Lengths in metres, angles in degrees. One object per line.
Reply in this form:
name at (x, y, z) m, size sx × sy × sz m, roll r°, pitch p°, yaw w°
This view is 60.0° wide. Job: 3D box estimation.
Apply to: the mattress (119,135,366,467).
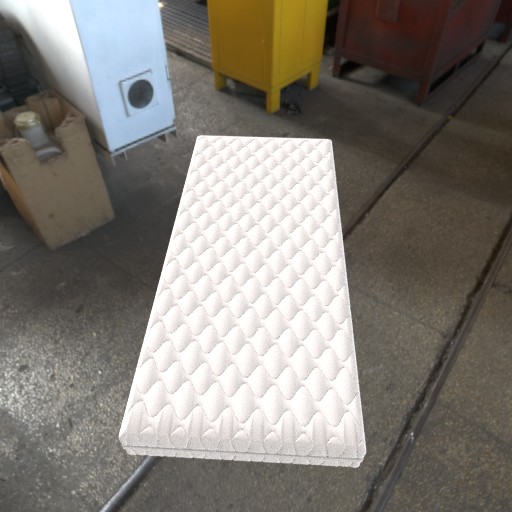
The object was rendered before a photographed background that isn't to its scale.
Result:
mattress at (0.000, 0.000, 2.317) m, size 0.900 × 0.200 × 2.000 m, roll 2°, pitch 47°, yaw 2°
